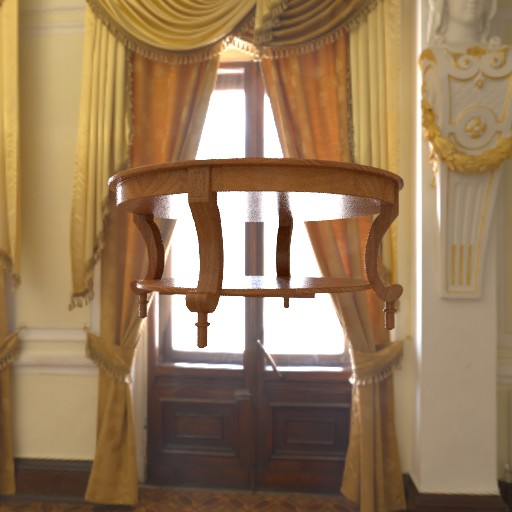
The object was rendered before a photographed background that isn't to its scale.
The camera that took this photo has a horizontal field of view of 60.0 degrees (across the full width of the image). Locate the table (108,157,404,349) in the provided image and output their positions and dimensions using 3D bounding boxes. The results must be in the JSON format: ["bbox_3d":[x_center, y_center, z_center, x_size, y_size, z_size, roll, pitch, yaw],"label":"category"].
[{"bbox_3d":[0.000,0.000,1.617,1.029,0.490,1.029,0,0,0],"label":"table"}]
